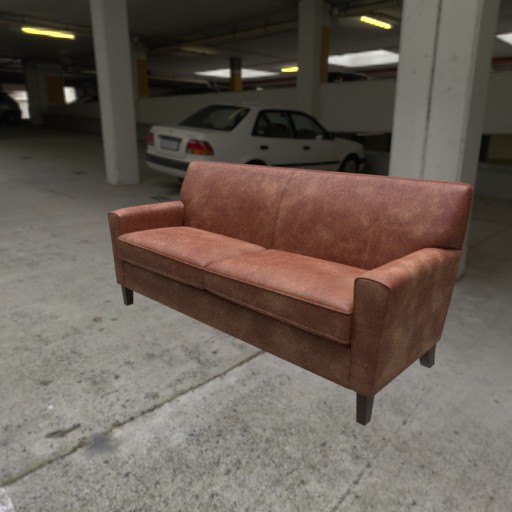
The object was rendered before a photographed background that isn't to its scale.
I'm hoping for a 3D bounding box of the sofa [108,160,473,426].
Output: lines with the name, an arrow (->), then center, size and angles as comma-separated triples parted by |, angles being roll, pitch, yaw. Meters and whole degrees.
sofa -> 0.000, 0.000, 2.578 | 2.053, 0.947, 0.805 | 15, 22, 41
